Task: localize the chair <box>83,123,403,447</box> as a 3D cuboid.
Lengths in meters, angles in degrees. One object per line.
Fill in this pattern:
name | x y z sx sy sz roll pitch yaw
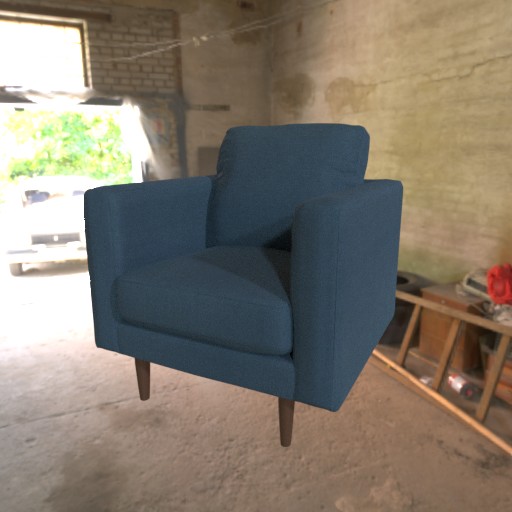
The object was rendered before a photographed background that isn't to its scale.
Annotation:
chair | 0.000 0.000 1.563 0.855 0.922 0.820 7 15 27
